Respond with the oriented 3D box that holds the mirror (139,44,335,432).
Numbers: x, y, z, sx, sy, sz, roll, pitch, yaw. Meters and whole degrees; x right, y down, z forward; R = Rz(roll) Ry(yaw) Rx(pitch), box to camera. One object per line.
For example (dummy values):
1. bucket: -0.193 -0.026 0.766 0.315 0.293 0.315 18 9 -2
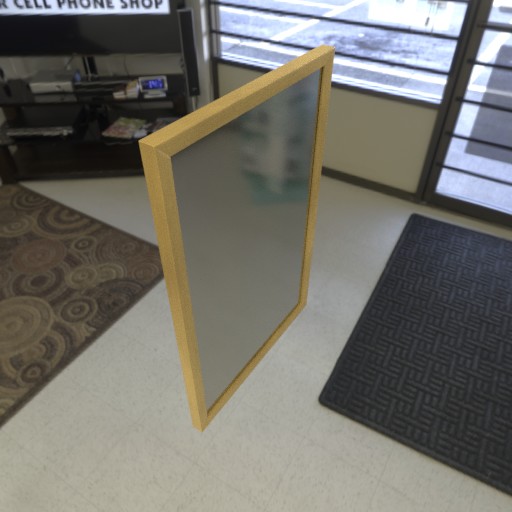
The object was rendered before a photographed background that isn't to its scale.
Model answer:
1. mirror: 0.000 0.000 1.185 0.040 0.915 0.609 25 47 25
